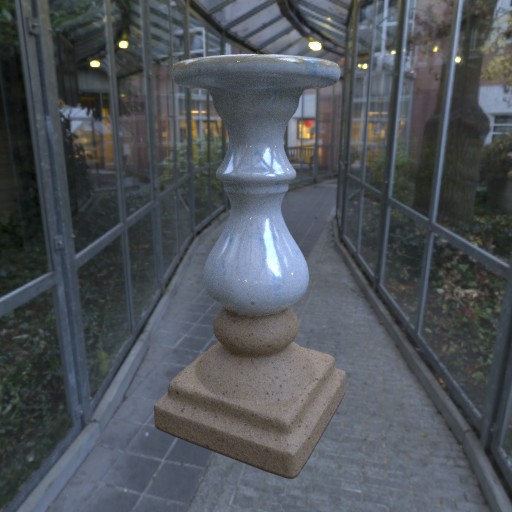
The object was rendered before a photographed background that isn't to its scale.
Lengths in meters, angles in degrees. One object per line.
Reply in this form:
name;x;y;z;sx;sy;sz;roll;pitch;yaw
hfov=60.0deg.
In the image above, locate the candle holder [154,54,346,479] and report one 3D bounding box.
candle holder;0.000;0.000;0.302;0.110;0.239;0.110;8;18;26
